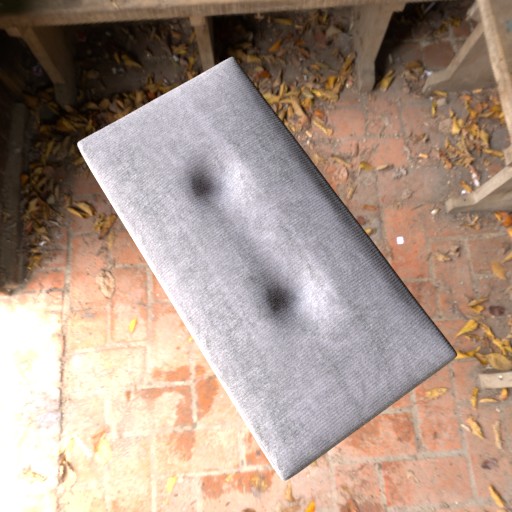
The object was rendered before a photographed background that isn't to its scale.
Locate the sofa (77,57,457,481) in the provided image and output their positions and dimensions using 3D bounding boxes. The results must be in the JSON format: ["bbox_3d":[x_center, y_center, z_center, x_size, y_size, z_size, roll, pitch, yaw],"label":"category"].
[{"bbox_3d":[0.000,0.000,1.141,0.480,0.330,0.930,-32,78,-8],"label":"sofa"}]
